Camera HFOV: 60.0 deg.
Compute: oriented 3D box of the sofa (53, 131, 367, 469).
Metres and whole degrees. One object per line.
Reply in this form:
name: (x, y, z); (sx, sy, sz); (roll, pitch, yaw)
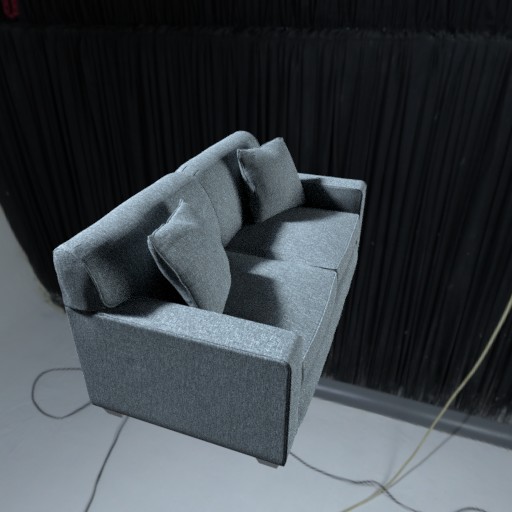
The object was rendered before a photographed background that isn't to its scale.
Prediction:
sofa: (0.000, 0.000, 2.455); (0.998, 0.958, 1.846); (10, 32, 17)
